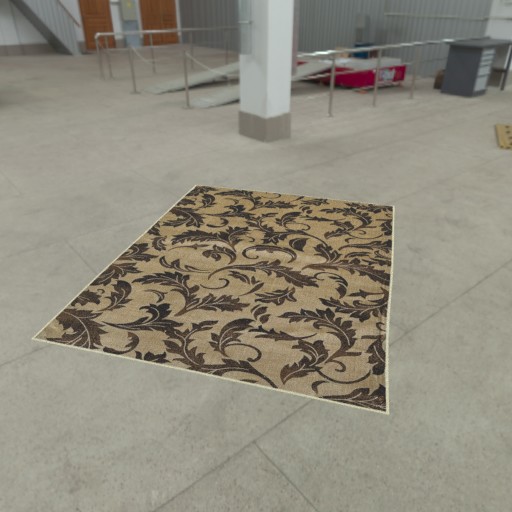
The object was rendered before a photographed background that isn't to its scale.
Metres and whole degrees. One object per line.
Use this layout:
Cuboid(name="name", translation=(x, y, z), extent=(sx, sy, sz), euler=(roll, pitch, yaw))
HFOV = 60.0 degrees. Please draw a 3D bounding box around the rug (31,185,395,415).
Cuboid(name="rug", translation=(0.000, 0.000, 3.979), extent=(2.380, 0.008, 2.977), euler=(8, 31, 13))
